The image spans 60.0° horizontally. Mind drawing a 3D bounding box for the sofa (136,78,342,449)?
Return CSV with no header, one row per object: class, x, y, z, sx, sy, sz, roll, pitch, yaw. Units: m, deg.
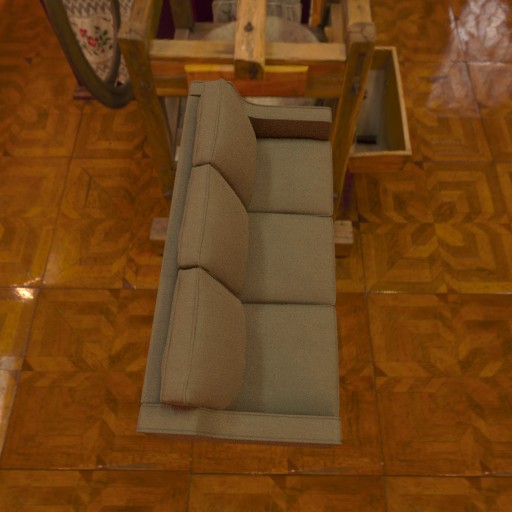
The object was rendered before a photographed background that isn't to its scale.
sofa,0.000,0.000,2.554,0.911,0.974,1.986,3,65,1
